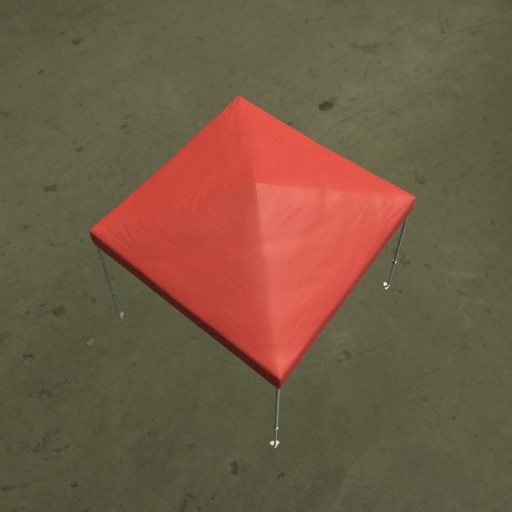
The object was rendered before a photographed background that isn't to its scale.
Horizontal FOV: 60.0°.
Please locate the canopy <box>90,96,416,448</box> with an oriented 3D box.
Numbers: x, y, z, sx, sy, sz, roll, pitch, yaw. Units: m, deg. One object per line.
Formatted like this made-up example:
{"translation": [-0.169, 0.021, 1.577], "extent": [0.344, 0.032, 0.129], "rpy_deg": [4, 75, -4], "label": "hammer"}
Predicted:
{"translation": [0.000, 0.000, 5.256], "extent": [2.848, 2.849, 2.849], "rpy_deg": [35, 68, 16], "label": "canopy"}
